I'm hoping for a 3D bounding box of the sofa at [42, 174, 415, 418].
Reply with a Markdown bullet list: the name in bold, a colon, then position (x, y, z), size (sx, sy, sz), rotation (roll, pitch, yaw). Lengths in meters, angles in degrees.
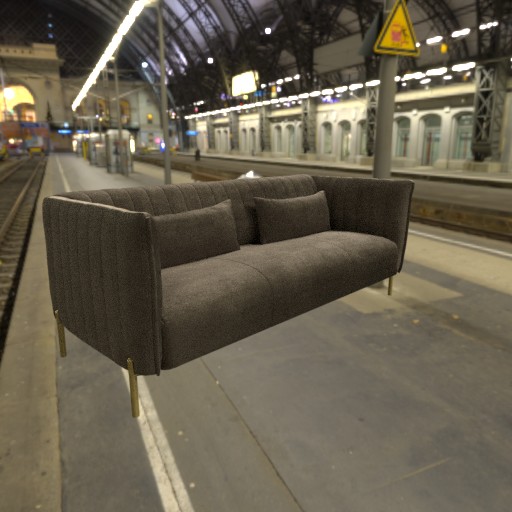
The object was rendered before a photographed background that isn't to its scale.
- **sofa**: position (0.000, 0.000, 2.445), size (0.876, 0.780, 1.980), rotation (14, 20, 43)
